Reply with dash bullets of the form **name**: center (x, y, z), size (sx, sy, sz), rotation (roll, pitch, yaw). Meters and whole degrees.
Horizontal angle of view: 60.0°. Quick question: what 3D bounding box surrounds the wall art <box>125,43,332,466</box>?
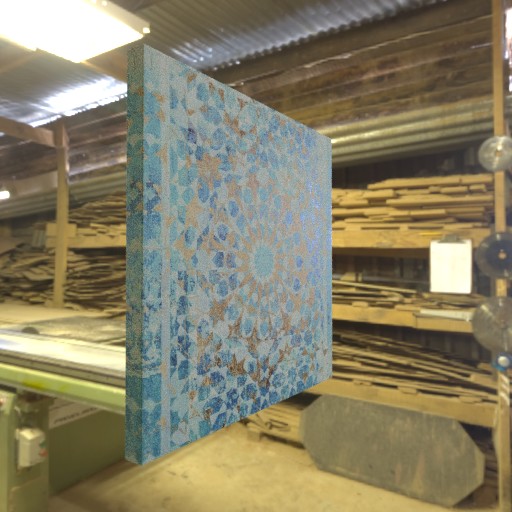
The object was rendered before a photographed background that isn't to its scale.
- **wall art**: center (0.000, 0.000, 0.895), size (0.040, 0.609, 0.609), rotation (-1, -1, 36)
